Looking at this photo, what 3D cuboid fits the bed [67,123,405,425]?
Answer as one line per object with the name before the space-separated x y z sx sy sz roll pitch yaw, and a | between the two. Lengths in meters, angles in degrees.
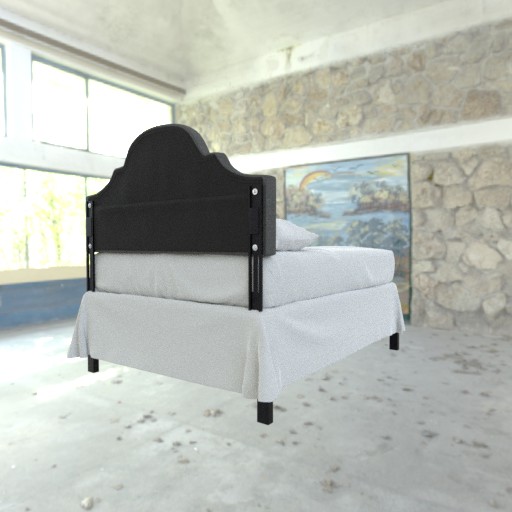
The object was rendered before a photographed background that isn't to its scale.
bed | 0.000 0.000 3.468 1.780 1.634 2.222 1 2 36
